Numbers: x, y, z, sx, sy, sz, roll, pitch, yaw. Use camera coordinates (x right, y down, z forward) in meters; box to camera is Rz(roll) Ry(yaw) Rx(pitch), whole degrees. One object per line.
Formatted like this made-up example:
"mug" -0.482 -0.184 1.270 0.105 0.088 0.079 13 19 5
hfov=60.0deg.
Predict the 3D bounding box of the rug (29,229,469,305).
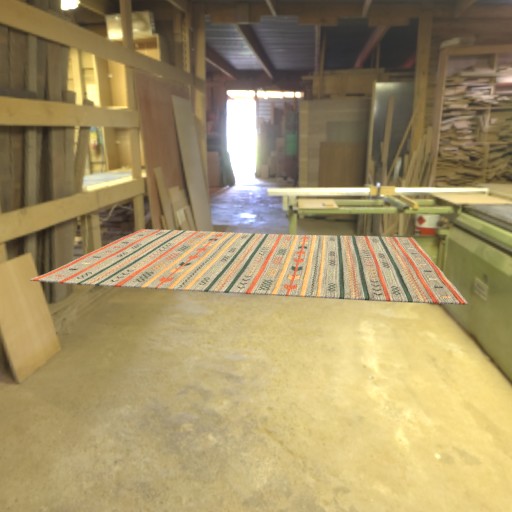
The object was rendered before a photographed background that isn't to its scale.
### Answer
"rug" 0.000 0.000 2.393 1.835 0.017 1.220 2 15 9
